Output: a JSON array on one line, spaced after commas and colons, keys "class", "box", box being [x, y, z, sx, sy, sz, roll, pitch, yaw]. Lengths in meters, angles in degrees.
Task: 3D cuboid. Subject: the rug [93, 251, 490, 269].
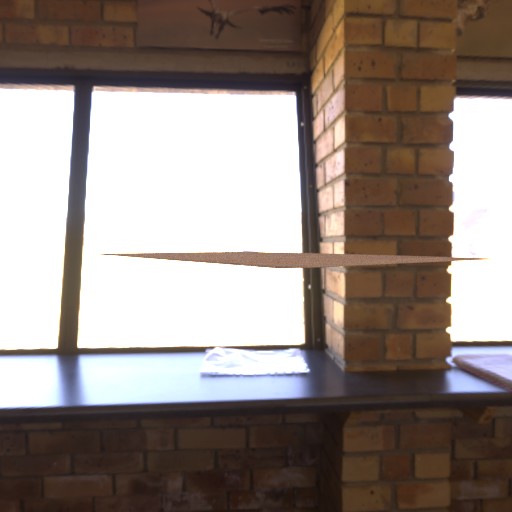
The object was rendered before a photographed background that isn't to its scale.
[{"class": "rug", "box": [0.000, 0.000, 3.060, 1.529, 0.009, 2.446, -1, 2, -36]}]
